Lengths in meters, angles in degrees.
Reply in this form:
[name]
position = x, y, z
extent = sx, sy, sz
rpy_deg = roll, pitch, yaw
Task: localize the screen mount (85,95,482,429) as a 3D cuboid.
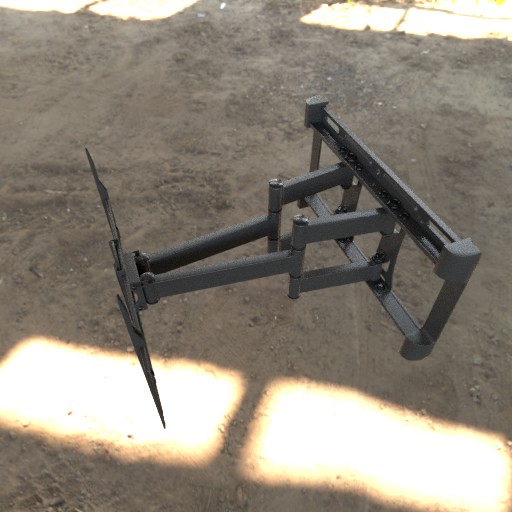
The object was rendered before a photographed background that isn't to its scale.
[screen mount]
position = 0.000, 0.000, 0.941
extent = 0.556, 0.424, 0.571
rpy_deg = -15, 48, -14
